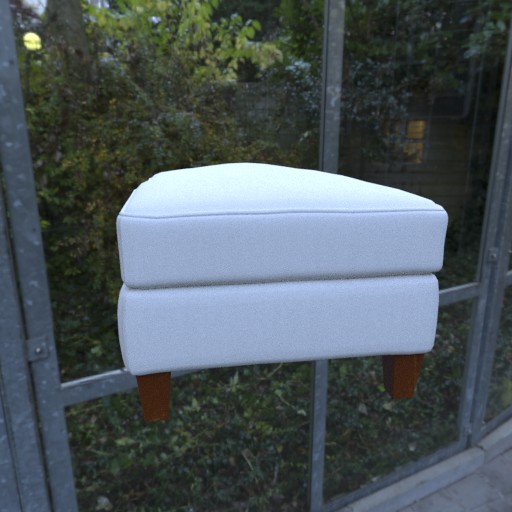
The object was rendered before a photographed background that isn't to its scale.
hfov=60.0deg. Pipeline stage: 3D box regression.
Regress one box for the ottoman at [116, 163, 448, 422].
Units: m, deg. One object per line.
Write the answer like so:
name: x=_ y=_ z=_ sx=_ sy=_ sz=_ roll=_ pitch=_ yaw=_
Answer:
ottoman: x=0.000 y=0.000 z=1.207 sx=0.634 sy=0.479 sz=0.818 roll=-2 pitch=15 yaw=-9
